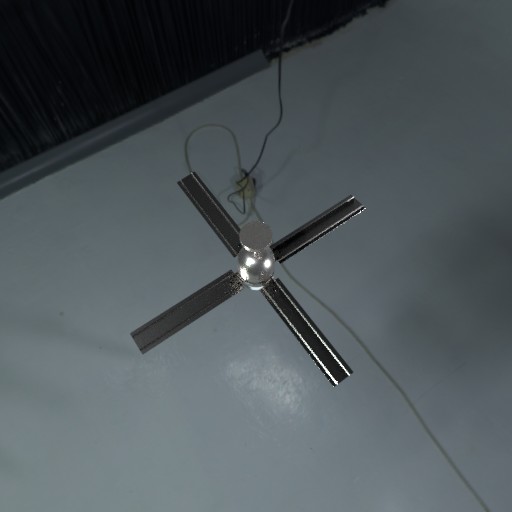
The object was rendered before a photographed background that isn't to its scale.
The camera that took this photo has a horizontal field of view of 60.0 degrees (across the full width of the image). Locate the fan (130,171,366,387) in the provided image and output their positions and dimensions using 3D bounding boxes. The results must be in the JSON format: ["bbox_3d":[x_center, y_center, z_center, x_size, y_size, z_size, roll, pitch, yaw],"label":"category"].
[{"bbox_3d":[0.000,0.000,2.090,1.346,0.406,1.346,-34,68,-15],"label":"fan"}]
